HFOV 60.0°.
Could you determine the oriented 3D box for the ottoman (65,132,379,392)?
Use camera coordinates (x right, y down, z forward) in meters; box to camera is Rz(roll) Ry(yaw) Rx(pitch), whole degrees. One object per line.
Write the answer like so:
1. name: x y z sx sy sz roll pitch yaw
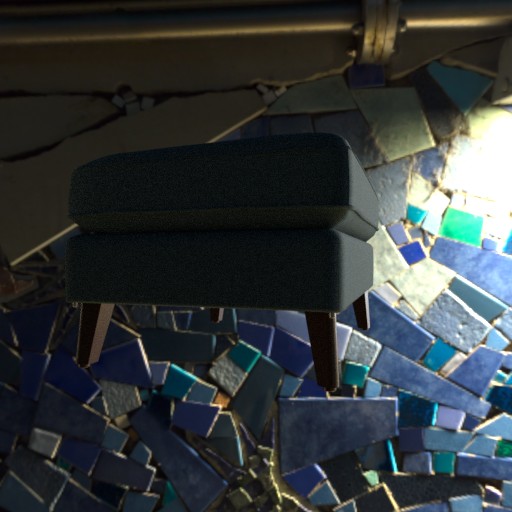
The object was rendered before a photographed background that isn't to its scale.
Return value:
1. ottoman: 0.000 0.000 1.252 0.629 0.503 0.835 0 0 19
